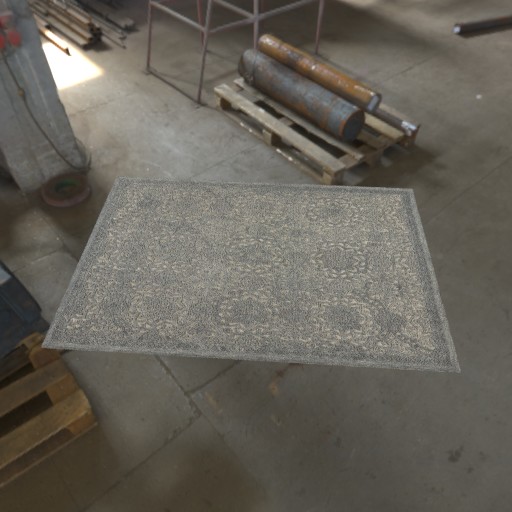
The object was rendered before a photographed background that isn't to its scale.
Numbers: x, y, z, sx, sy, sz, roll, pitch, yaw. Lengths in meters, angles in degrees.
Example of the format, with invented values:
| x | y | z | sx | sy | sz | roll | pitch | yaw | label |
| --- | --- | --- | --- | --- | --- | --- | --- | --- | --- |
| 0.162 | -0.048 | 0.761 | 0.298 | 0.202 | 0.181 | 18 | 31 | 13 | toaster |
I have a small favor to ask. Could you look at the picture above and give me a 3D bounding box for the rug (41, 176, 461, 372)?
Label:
| x | y | z | sx | sy | sz | roll | pitch | yaw | label |
| --- | --- | --- | --- | --- | --- | --- | --- | --- | --- |
| 0.000 | 0.000 | 2.322 | 1.819 | 0.012 | 1.208 | 3 | 48 | 3 | rug |
